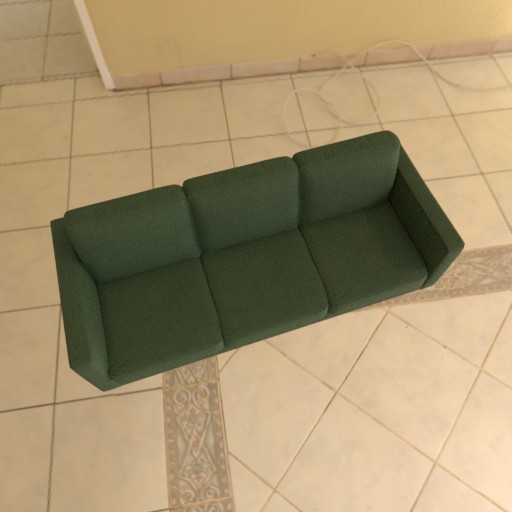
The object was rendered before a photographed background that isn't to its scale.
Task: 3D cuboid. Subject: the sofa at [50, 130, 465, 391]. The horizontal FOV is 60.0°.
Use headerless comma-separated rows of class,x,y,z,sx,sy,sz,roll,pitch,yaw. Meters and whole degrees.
sofa,0.000,0.000,2.512,2.029,0.899,0.879,-16,63,-9
